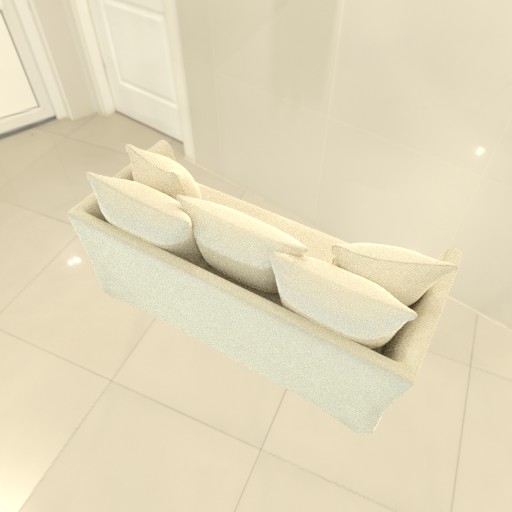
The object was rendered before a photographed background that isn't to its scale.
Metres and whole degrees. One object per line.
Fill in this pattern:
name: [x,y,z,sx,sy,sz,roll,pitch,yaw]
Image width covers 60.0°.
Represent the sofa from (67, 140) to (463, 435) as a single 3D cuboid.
sofa: [0.000,0.000,2.894,2.290,1.034,1.031,24,53,20]
